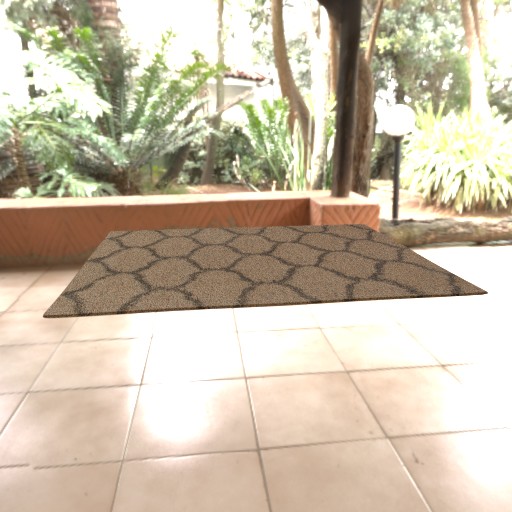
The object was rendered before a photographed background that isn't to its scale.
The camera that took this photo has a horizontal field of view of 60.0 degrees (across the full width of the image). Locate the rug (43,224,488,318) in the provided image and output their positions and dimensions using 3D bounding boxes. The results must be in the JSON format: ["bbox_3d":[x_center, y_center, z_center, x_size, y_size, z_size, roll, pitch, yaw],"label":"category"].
[{"bbox_3d":[0.000,0.000,4.064,3.000,0.026,2.399,-2,16,-8],"label":"rug"}]
